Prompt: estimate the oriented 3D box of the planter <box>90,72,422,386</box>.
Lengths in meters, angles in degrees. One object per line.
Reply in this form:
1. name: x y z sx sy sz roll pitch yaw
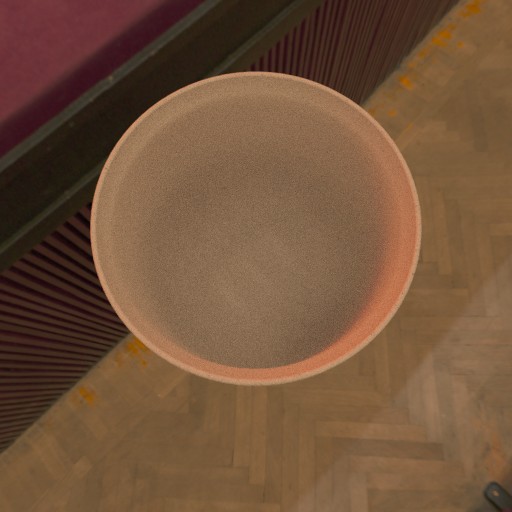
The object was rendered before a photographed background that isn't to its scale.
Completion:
1. planter: 0.000 0.000 0.486 0.268 0.270 0.268 0 75 0
